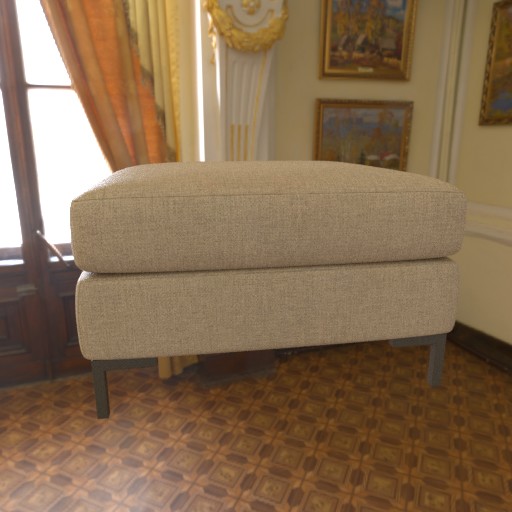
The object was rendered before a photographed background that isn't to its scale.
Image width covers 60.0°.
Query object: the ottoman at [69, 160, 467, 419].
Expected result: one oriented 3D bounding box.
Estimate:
[{"bbox_3d":[0.000,0.000,1.199,0.820,0.490,0.671,-2,15,-9],"label":"ottoman"}]
